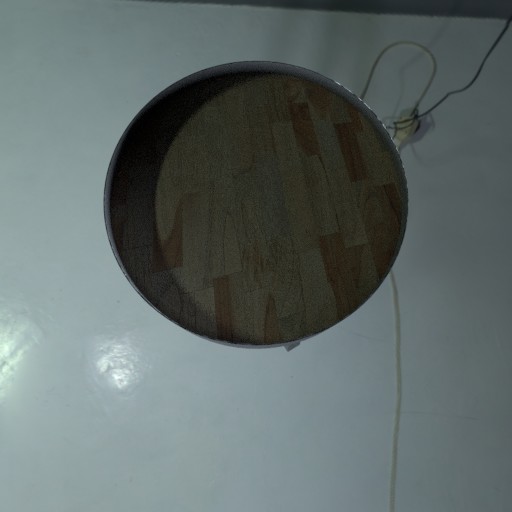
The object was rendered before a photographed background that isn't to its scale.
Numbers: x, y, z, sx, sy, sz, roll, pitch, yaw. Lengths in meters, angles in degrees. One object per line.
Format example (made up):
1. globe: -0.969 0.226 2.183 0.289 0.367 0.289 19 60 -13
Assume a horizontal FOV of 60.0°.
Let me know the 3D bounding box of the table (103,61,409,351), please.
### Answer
1. table: 0.000 0.000 0.924 0.406 0.686 0.406 0 75 0
